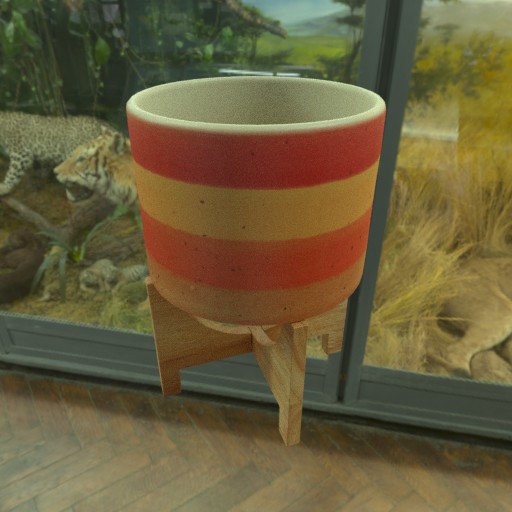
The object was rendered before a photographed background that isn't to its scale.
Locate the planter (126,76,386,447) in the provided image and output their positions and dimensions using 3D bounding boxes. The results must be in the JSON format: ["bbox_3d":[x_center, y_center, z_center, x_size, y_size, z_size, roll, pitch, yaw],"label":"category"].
[{"bbox_3d":[0.000,0.000,0.545,0.269,0.379,0.269,0,30,0],"label":"planter"}]
